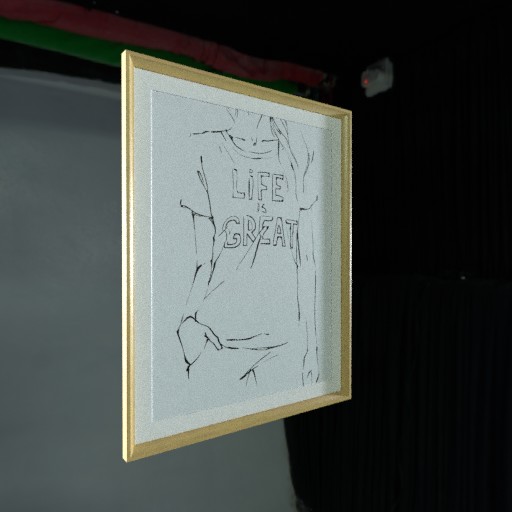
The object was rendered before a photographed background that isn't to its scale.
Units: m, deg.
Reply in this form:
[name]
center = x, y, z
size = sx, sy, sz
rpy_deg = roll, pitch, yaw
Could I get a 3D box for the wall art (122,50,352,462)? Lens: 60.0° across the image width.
[wall art]
center = 0.000, 0.000, 1.321
size = 0.798, 1.002, 0.030
rpy_deg = 0, 1, -36
